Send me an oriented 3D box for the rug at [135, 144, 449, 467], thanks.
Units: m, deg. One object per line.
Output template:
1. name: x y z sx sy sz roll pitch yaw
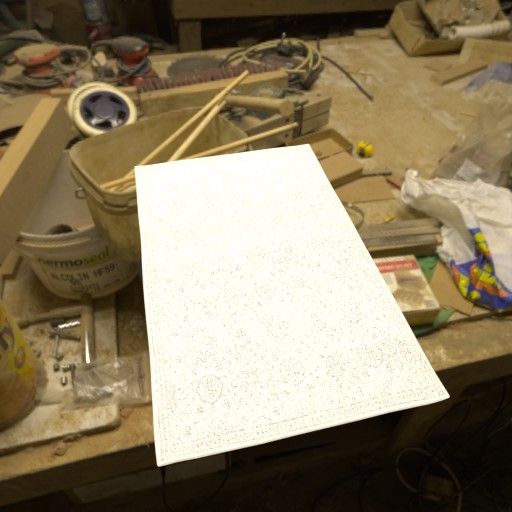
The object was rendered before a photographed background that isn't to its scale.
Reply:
1. rug: 0.000 0.000 2.999 1.518 0.023 2.434 -10 48 -9
